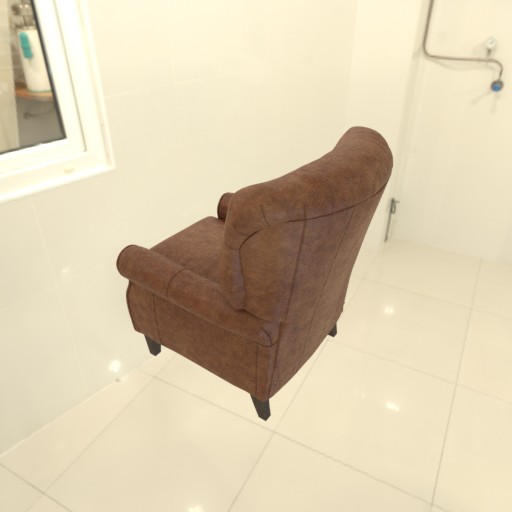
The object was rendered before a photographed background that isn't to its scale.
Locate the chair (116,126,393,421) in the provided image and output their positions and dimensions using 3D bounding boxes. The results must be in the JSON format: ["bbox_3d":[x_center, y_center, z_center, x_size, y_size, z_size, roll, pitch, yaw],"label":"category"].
[{"bbox_3d":[0.000,0.000,2.048,1.059,1.164,0.951,21,38,29],"label":"chair"}]
